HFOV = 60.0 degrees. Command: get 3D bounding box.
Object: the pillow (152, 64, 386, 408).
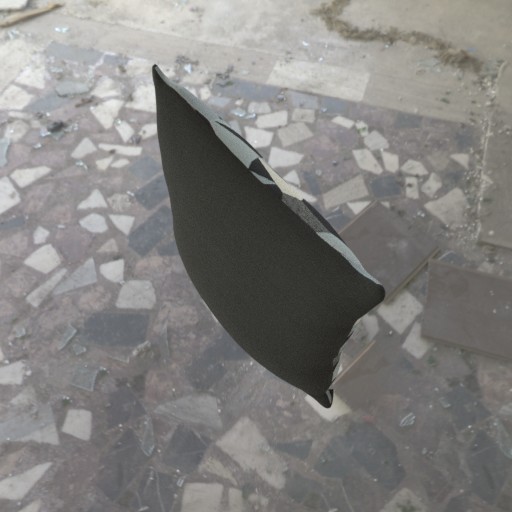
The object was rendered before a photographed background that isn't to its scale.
[{"bbox_3d":[0.000,0.000,0.774,0.208,0.496,0.503,-32,64,-18],"label":"pillow"}]
